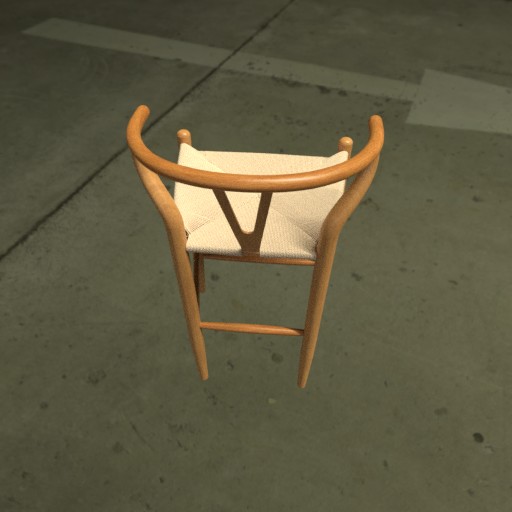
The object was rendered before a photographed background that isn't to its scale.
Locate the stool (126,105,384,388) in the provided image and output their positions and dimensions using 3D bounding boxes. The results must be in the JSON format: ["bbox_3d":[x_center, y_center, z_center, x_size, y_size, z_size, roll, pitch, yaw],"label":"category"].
[{"bbox_3d":[0.000,0.000,1.310,0.569,0.970,0.579,4,46,3],"label":"stool"}]
